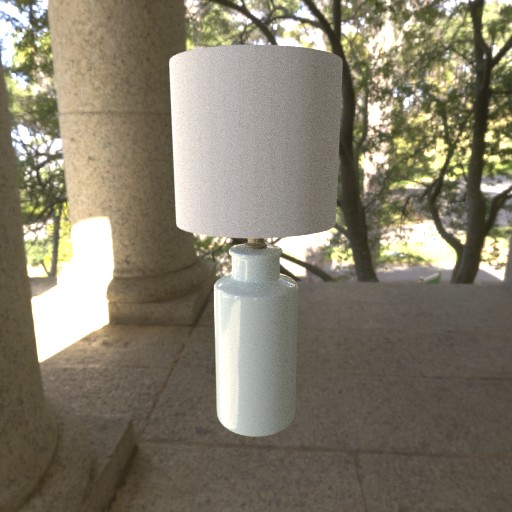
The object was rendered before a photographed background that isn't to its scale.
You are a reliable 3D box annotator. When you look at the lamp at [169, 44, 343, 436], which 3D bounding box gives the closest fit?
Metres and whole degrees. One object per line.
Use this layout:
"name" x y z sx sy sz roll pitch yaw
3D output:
"lamp" 0.000 0.000 0.610 0.212 0.493 0.212 -7 15 -25
